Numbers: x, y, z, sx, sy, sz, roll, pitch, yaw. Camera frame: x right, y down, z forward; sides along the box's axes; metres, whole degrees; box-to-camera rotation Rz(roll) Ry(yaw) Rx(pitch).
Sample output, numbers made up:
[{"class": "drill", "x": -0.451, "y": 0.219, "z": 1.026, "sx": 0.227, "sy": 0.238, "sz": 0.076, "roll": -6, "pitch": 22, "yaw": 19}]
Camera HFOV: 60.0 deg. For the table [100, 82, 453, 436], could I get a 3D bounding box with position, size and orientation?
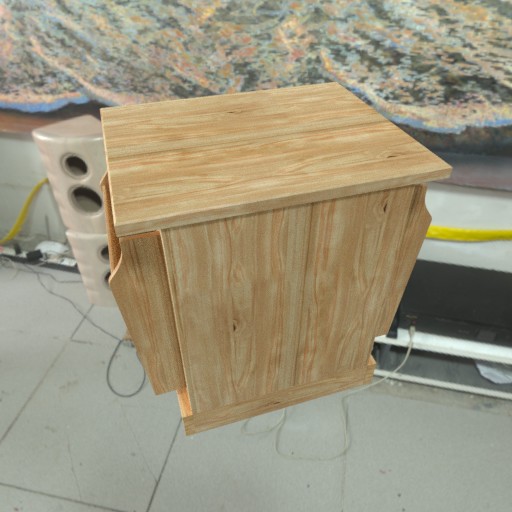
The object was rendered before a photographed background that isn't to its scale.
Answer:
[{"class": "table", "x": 0.000, "y": 0.000, "z": 0.880, "sx": 0.530, "sy": 0.515, "sz": 0.380, "roll": -11, "pitch": 41, "yaw": -13}]
